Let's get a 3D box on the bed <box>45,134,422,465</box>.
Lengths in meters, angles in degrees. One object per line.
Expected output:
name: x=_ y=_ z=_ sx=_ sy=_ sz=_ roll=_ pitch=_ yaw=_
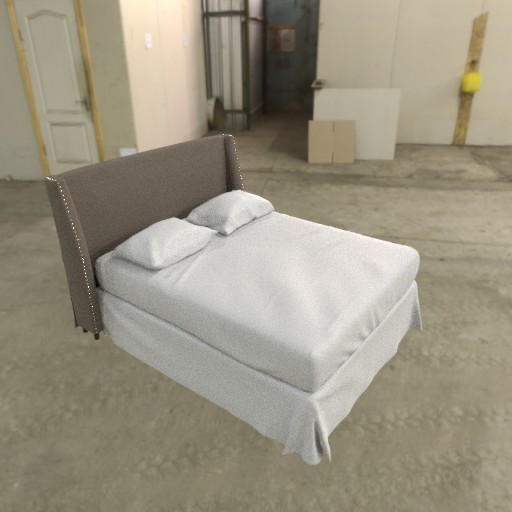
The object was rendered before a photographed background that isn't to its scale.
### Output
bed: x=0.000 y=0.000 z=3.417 sx=2.276 sy=1.332 sz=1.925 roll=19 pitch=32 yaw=33
